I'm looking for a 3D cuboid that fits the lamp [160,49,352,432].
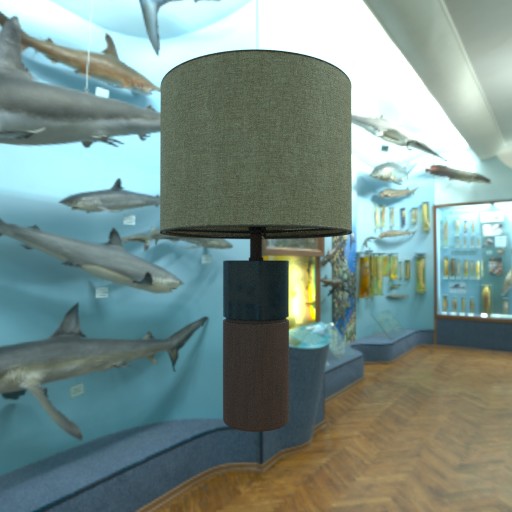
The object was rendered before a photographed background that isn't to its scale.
[{"bbox_3d":[0.000,0.000,0.476,0.202,0.350,0.202,0,-1,0],"label":"lamp"}]
